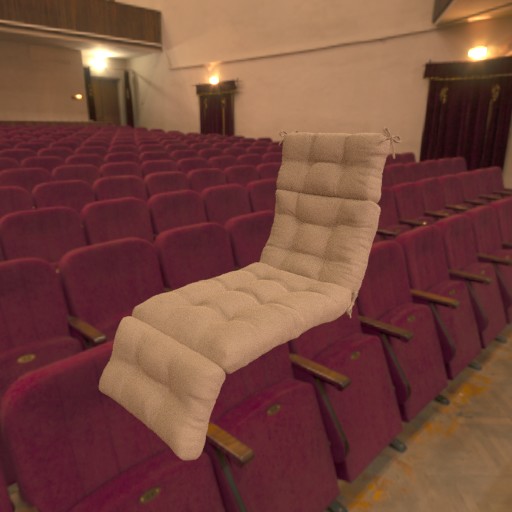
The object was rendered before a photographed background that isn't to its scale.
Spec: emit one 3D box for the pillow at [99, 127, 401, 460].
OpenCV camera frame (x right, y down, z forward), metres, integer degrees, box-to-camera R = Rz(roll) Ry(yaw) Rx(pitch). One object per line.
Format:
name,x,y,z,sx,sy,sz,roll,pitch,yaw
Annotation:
pillow,0.000,0.000,1.538,0.526,0.863,1.016,15,22,42
